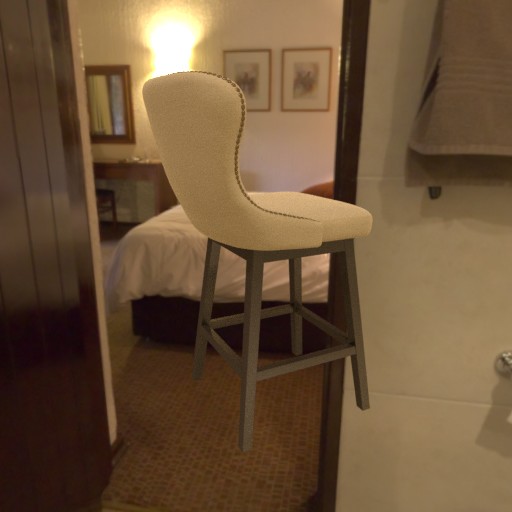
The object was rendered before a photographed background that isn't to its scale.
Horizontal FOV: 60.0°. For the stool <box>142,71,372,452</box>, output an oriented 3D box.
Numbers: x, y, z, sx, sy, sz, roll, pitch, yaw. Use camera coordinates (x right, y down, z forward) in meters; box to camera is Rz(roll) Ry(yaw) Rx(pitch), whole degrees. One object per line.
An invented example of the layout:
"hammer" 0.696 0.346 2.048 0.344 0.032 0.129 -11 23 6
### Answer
"stool" 0.000 0.000 1.324 0.593 0.971 0.528 -8 18 -26
